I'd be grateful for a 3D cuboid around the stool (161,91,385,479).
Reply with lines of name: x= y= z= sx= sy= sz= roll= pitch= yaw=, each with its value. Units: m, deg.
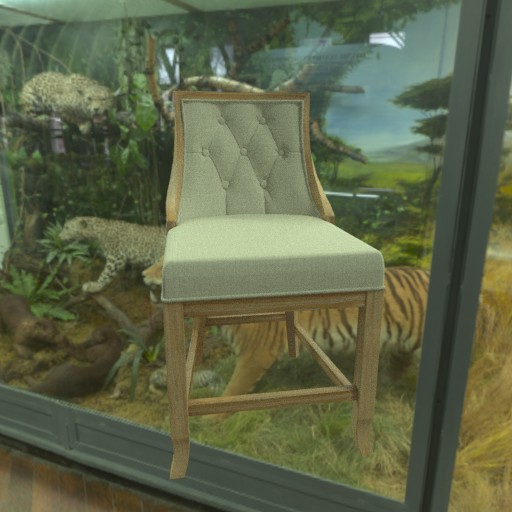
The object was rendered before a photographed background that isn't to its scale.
stool: x=0.000 y=0.000 z=1.288 sx=0.524 sy=0.938 sz=0.626 roll=-3 pitch=16 yaw=-9
